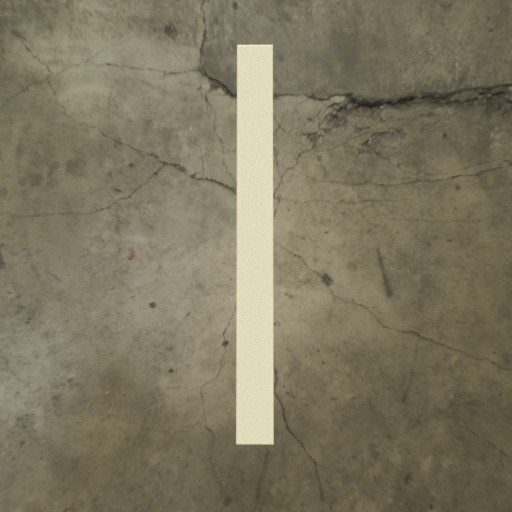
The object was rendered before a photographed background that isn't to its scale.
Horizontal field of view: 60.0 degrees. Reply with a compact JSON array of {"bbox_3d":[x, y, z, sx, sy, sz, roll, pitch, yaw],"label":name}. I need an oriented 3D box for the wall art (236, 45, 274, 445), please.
[{"bbox_3d":[0.000,0.000,0.765,0.038,0.608,0.418,0,87,0],"label":"wall art"}]
